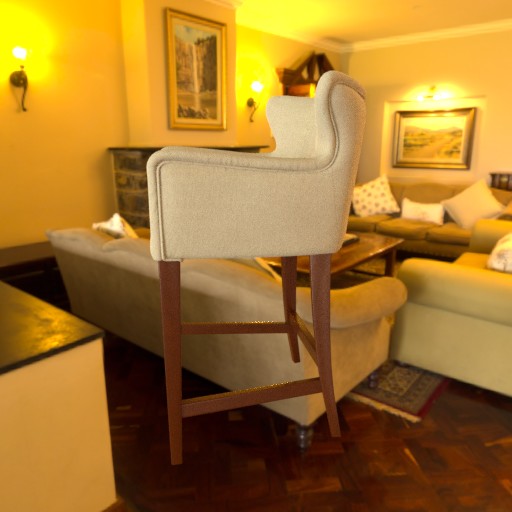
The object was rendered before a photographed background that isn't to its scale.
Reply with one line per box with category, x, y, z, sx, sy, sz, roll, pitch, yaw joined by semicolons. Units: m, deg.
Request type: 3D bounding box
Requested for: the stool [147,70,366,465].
stool;0.000;0.000;1.312;0.570;0.951;0.601;-2;15;-9
